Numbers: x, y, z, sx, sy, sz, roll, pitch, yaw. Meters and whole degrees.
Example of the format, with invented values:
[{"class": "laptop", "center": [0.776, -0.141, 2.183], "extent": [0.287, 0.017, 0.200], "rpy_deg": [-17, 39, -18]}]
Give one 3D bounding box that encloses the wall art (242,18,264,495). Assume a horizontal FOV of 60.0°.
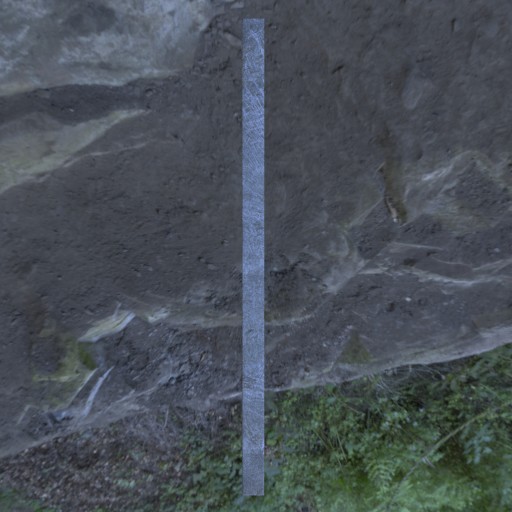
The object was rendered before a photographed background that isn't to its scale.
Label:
[{"class": "wall art", "center": [0.000, 0.000, 1.560], "extent": [0.051, 1.091, 1.092], "rpy_deg": [0, 90, 1]}]
